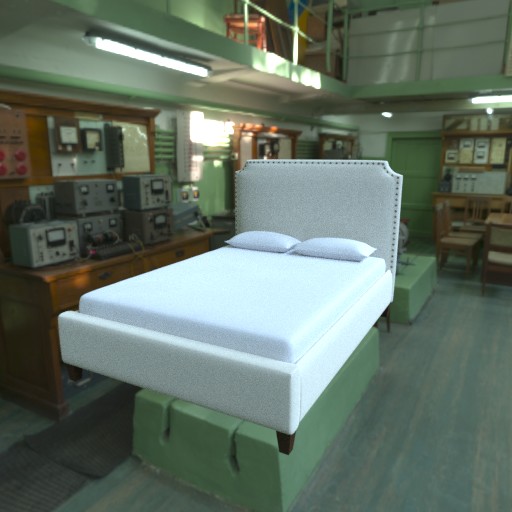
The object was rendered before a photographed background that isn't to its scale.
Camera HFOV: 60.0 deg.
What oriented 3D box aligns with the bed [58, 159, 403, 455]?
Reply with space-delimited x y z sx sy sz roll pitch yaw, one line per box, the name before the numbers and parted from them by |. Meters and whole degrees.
bed | 0.000 0.000 3.456 1.712 1.443 2.372 7 15 28
